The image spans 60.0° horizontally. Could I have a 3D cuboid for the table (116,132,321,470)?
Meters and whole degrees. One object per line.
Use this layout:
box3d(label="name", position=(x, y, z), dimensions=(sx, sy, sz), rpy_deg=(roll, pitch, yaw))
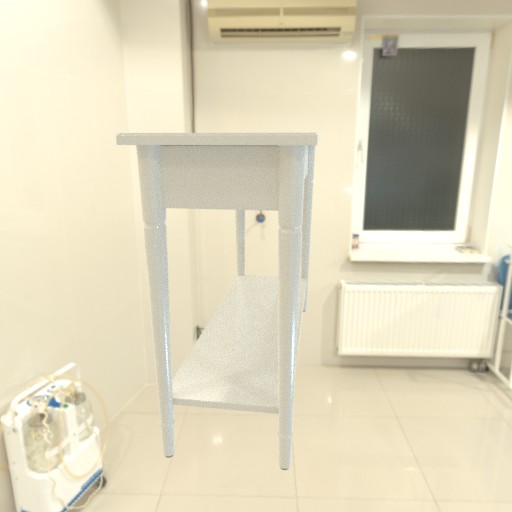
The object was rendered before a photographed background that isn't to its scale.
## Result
box3d(label="table", position=(0.000, 0.000, 1.421), dimensions=(0.381, 0.749, 1.067), rpy_deg=(2, 15, 8))
